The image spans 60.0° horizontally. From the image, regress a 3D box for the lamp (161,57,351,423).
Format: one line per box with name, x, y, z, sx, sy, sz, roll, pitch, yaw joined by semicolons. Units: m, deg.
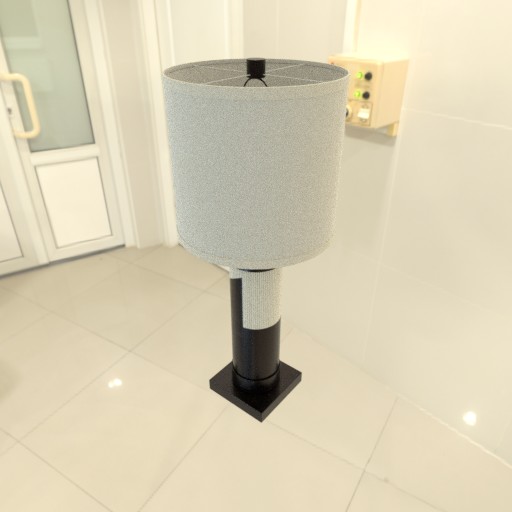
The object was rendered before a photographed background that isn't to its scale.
lamp;0.000;0.000;0.622;0.211;0.509;0.211;22;37;33
